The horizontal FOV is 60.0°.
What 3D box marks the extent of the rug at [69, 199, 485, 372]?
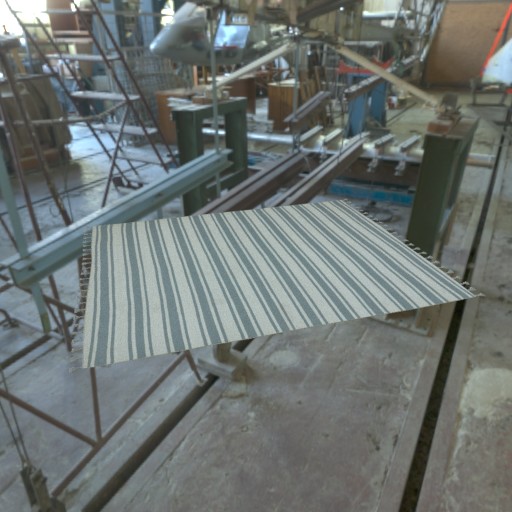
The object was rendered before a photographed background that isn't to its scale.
[{"bbox_3d":[0.000,0.000,4.226,3.201,0.005,2.439,-8,28,-15],"label":"rug"}]
